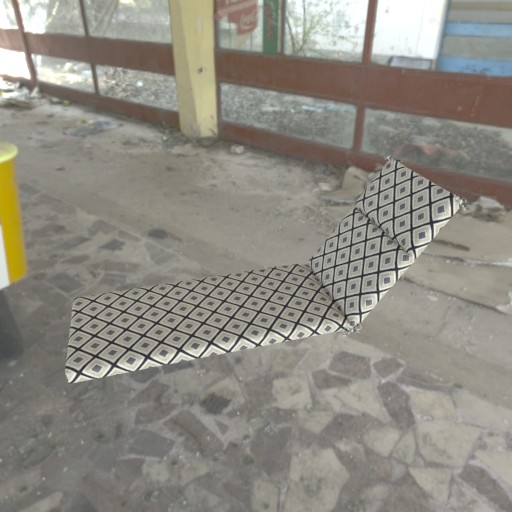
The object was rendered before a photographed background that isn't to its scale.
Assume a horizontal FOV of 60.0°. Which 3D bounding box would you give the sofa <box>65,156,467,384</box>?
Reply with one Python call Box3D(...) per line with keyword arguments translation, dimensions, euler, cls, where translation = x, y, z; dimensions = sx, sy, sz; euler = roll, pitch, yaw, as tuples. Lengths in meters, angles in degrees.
Box3D(translation=(0.000, 0.000, 1.965), dimensions=(1.663, 0.622, 0.582), euler=(-8, 32, -14), cls="sofa")
